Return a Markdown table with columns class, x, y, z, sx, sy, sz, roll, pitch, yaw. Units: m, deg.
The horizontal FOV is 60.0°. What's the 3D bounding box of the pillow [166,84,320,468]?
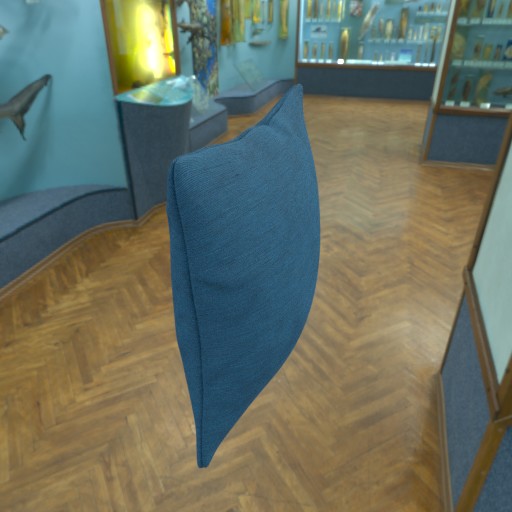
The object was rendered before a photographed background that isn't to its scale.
| class | x | y | z | sx | sy | sz | roll | pitch | yaw |
| --- | --- | --- | --- | --- | --- | --- | --- | --- | --- |
| pillow | 0.000 | 0.000 | 0.654 | 0.177 | 0.420 | 0.437 | 10 | 31 | 16 |
